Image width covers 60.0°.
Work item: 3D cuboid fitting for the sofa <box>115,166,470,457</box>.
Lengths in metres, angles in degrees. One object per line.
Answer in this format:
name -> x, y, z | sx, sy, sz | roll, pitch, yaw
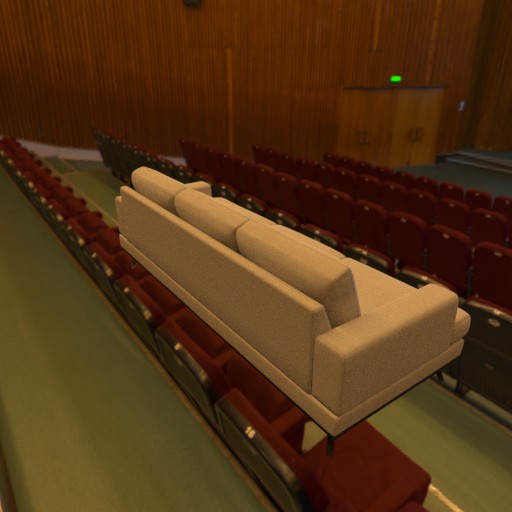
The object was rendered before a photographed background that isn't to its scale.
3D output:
sofa -> 0.000, 0.000, 2.719 | 0.920, 0.810, 2.310 | -17, 30, -32
